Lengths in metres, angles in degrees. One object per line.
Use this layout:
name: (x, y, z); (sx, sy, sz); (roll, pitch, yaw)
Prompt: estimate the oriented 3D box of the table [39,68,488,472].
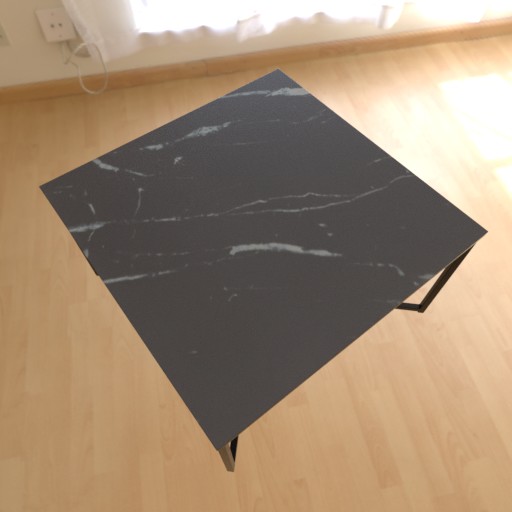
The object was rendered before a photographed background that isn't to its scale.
table: (0.000, 0.000, 1.297); (0.800, 0.450, 0.800); (-33, 64, -19)
